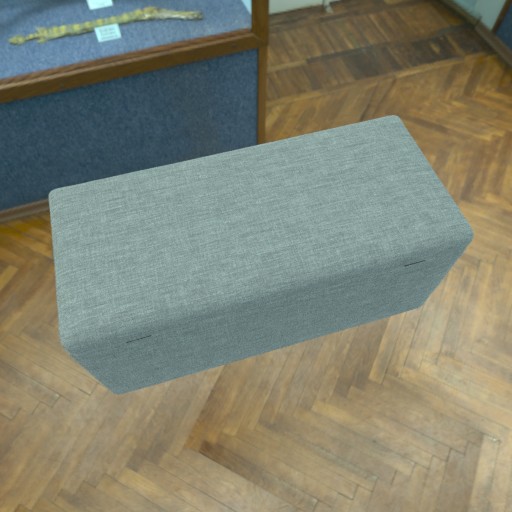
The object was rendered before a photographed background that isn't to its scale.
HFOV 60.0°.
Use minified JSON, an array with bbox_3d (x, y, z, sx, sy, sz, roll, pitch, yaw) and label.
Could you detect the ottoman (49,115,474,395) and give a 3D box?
[{"bbox_3d":[0.000,0.000,1.147,0.902,0.432,0.419,-14,61,-8],"label":"ottoman"}]
